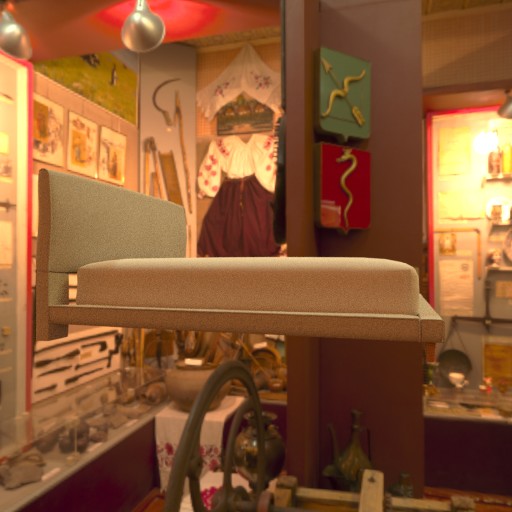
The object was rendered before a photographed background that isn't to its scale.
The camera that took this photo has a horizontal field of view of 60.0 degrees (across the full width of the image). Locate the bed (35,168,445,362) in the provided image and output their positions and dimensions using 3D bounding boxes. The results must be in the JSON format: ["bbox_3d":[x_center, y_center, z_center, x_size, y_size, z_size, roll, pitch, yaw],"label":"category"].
[{"bbox_3d":[0.000,0.000,3.236,2.368,1.067,1.840,0,-1,17],"label":"bed"}]
